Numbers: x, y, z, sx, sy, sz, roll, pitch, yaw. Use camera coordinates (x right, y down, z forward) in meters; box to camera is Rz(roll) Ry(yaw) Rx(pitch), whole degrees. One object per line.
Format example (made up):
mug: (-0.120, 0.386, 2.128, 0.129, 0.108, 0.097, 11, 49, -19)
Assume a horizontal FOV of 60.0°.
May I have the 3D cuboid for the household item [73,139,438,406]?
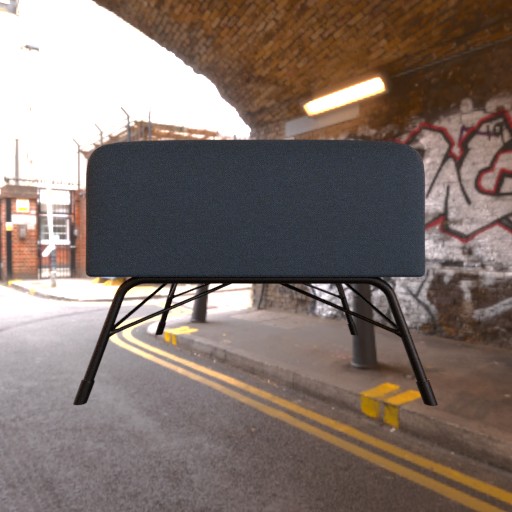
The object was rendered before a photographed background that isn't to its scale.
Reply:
household item: (0.000, 0.000, 0.897, 0.530, 0.420, 0.530, 0, 1, 0)
